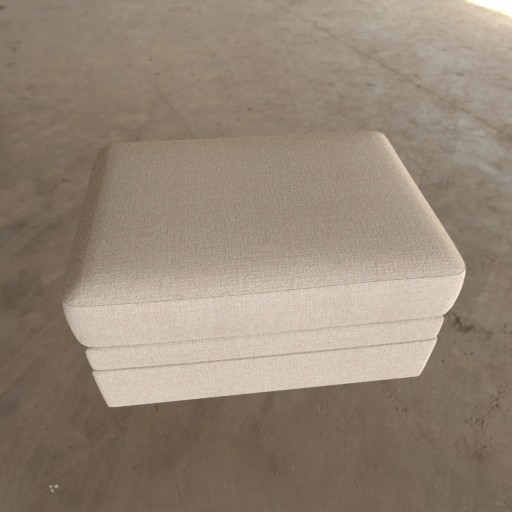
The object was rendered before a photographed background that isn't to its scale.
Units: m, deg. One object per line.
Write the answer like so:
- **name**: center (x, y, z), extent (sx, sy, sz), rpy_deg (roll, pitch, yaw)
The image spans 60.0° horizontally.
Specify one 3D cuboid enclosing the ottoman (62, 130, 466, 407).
- **ottoman**: center (0.000, 0.000, 1.251), extent (0.885, 0.478, 0.637), rpy_deg (-4, 45, -4)
